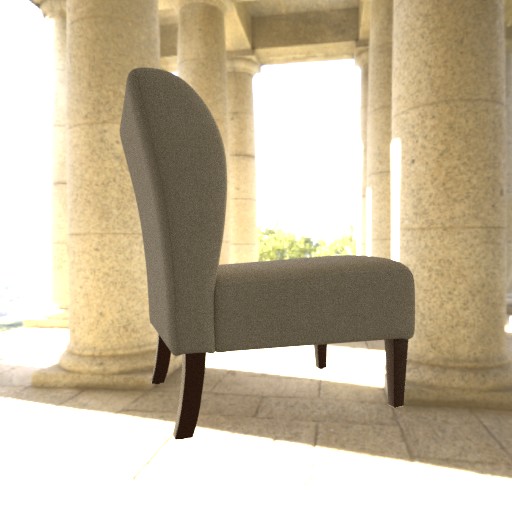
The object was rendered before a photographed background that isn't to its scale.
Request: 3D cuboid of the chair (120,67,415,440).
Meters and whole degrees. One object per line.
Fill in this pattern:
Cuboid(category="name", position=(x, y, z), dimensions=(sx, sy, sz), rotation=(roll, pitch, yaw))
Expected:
Cuboid(category="chair", position=(0.000, 0.000, 1.308), dimensions=(0.754, 0.833, 0.521), rotation=(0, 0, -19))
